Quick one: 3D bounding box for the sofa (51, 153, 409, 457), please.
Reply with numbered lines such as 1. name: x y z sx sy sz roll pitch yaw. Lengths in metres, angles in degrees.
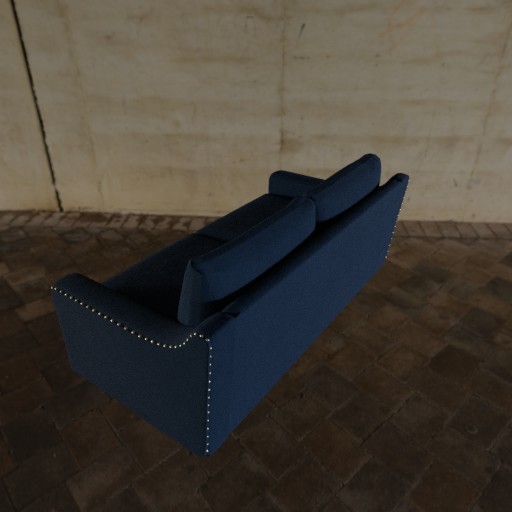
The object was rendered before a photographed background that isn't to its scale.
1. sofa: 0.000 0.000 2.743 1.104 0.983 2.107 20 36 30
